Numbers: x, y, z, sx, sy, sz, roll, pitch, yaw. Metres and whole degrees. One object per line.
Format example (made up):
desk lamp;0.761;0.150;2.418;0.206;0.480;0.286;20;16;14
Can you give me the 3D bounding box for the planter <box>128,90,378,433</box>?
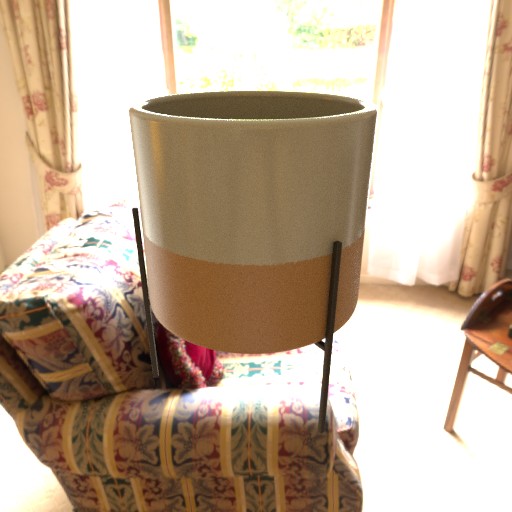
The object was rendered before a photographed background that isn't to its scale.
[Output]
planter;0.000;0.000;0.727;0.348;0.480;0.360;-18;31;-32
